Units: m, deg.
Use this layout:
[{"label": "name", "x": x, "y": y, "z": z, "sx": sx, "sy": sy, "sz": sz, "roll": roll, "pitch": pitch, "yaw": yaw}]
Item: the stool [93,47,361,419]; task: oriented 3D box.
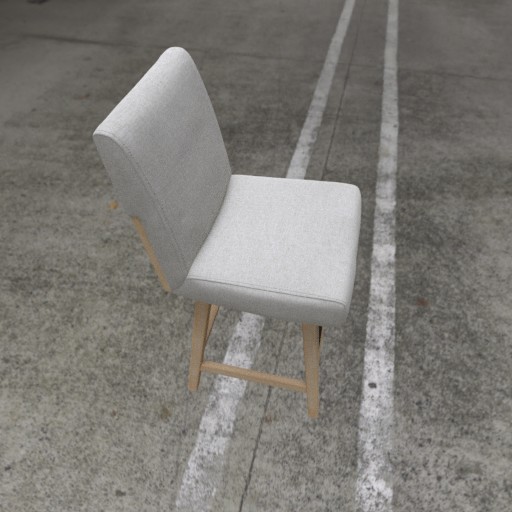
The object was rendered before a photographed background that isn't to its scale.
[{"label": "stool", "x": 0.000, "y": 0.000, "z": 1.402, "sx": 0.606, "sy": 1.085, "sz": 0.507, "roll": 10, "pitch": 48, "yaw": 9}]
